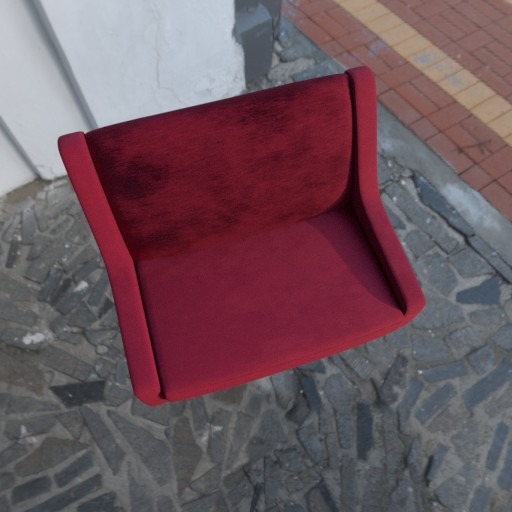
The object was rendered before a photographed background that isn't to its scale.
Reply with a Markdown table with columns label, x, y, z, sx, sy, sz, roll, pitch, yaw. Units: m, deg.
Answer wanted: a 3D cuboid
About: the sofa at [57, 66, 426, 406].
| label | x | y | z | sx | sy | sz | roll | pitch | yaw |
| --- | --- | --- | --- | --- | --- | --- | --- | --- | --- |
| sofa | 0.000 | 0.000 | 1.916 | 1.242 | 0.976 | 0.946 | -16 | 65 | -8 |
